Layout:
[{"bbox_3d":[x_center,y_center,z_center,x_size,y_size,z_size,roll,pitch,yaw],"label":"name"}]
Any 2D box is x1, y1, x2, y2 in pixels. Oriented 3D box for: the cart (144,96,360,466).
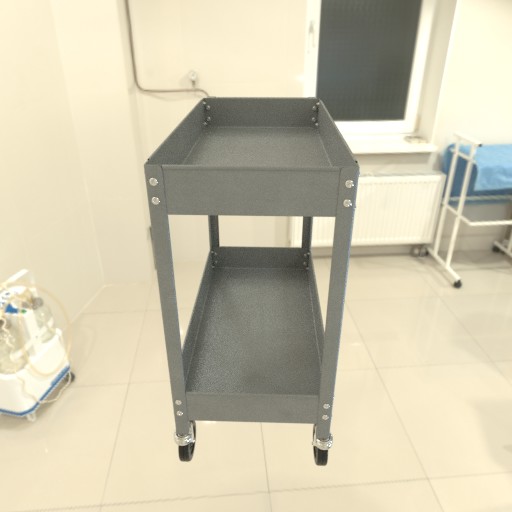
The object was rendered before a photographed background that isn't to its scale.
[{"bbox_3d":[0.000,0.000,1.186,0.366,0.719,0.779,1,28,2],"label":"cart"}]
